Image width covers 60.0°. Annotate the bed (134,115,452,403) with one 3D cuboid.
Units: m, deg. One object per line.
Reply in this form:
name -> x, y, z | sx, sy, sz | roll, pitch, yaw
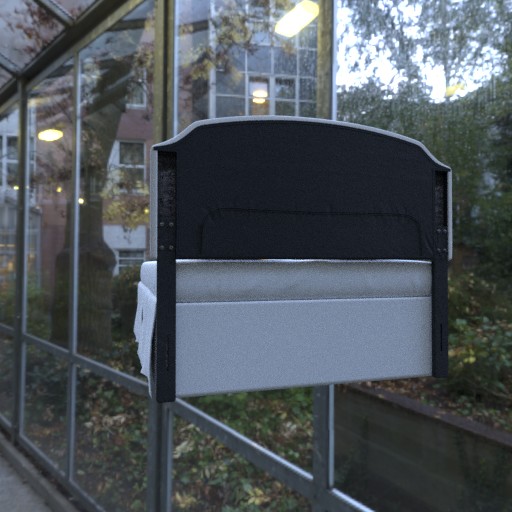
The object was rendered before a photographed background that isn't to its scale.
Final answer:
bed -> 0.000, 0.000, 3.022 | 1.558, 1.270, 1.999 | 0, -1, -17
